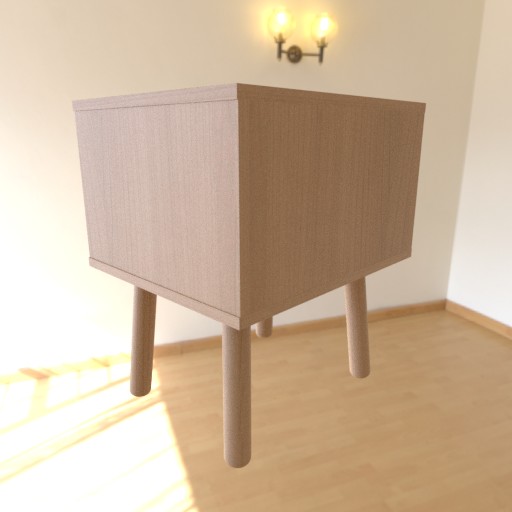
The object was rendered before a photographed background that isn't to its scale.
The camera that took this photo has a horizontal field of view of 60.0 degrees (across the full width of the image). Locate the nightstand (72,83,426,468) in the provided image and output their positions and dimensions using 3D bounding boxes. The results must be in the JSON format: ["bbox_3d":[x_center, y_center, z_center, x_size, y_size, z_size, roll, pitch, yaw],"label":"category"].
[{"bbox_3d":[0.000,0.000,0.806,0.380,0.530,0.450,15,21,42],"label":"nightstand"}]
